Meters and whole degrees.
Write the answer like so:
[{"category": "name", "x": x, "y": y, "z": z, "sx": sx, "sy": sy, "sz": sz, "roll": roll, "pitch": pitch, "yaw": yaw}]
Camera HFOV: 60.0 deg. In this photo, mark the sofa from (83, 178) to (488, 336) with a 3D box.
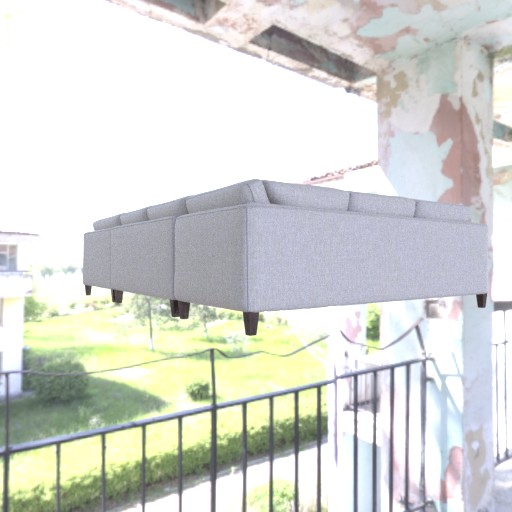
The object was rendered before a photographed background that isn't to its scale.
[{"category": "sofa", "x": 0.000, "y": 0.000, "z": 4.433, "sx": 2.551, "sy": 0.889, "sz": 3.403, "roll": 0, "pitch": -1, "yaw": -35}]
